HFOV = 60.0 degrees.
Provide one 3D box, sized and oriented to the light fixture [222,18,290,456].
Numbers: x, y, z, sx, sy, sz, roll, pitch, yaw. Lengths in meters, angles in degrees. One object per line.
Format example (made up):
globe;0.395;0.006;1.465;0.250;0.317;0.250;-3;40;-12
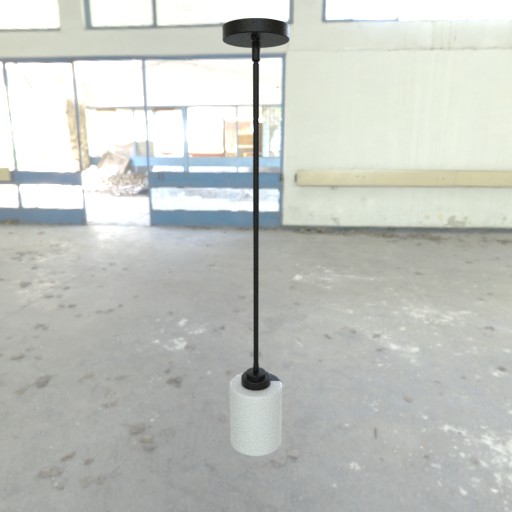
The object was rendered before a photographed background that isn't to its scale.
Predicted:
light fixture;0.000;0.000;0.915;0.123;0.863;0.123;2;14;7
